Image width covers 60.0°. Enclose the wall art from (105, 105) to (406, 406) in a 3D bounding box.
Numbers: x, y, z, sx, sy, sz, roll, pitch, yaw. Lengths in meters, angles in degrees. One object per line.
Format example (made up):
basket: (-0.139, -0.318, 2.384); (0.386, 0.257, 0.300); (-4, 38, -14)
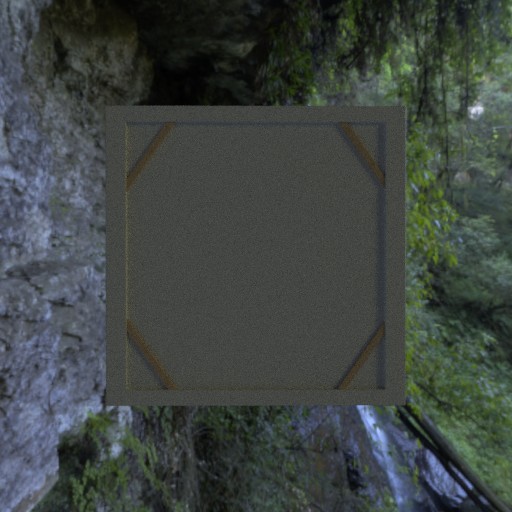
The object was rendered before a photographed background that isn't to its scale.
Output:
wall art: (0.000, 0.000, 1.638); (1.092, 1.091, 0.051); (0, 0, 0)
